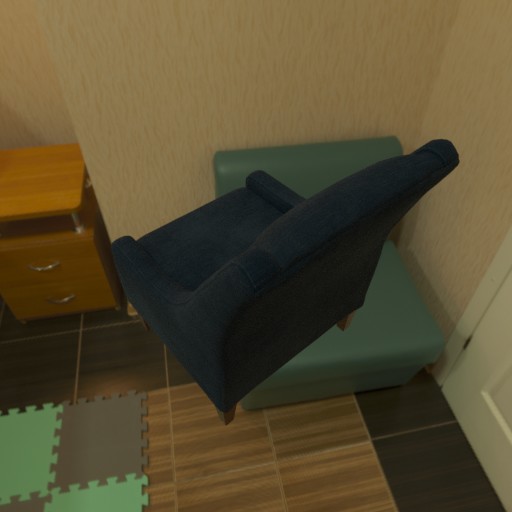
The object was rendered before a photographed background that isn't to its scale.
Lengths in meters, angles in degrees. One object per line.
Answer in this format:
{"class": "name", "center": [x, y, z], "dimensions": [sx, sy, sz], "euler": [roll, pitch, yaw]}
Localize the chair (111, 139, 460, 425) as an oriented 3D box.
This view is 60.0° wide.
{"class": "chair", "center": [0.000, 0.000, 1.607], "dimensions": [0.774, 1.014, 0.870], "euler": [-31, 53, -27]}
